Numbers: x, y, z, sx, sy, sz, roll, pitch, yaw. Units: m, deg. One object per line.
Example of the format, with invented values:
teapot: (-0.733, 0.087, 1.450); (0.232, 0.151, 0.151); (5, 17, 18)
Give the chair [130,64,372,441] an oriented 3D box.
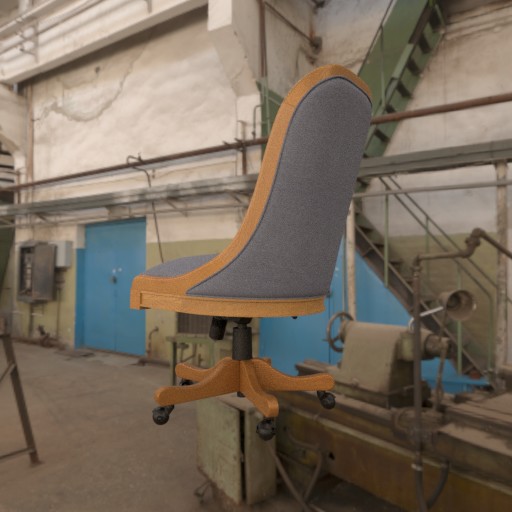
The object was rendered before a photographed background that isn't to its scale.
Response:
chair: (0.000, 0.000, 1.483); (0.735, 1.031, 0.605); (-1, -2, 36)
